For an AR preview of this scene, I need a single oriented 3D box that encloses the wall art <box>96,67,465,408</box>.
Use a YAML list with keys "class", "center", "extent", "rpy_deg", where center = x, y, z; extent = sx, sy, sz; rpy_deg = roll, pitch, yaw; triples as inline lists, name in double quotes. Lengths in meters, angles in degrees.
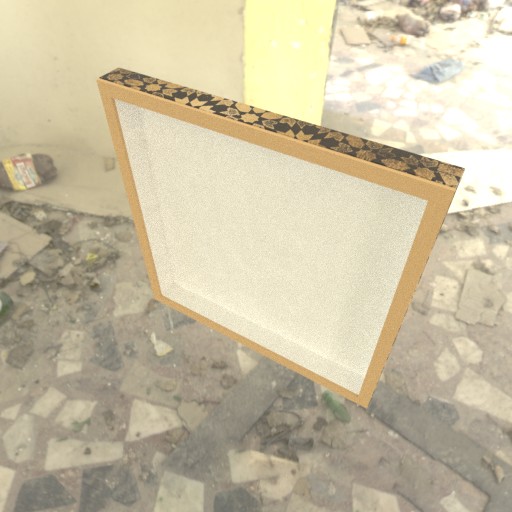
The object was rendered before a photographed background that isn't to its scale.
- class: "wall art"
  center: [0.000, 0.000, 0.594]
  extent: [0.405, 0.405, 0.038]
  rpy_deg: [23, 50, 21]
